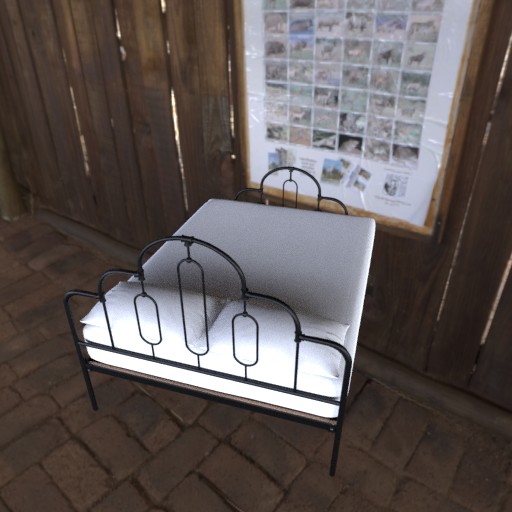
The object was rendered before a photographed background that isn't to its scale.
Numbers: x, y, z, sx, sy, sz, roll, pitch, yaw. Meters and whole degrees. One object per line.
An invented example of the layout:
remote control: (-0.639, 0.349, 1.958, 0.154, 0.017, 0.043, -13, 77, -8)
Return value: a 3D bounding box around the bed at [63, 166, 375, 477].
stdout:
bed: (0.000, 0.000, 3.277, 1.626, 1.444, 2.181, 9, 32, 15)
